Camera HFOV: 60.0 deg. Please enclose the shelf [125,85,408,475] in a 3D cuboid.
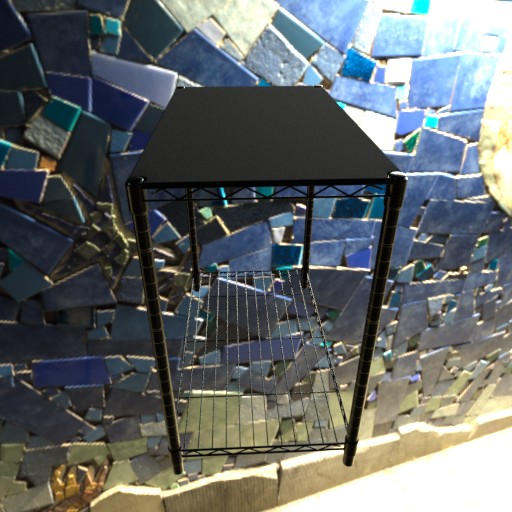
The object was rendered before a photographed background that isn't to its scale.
[{"bbox_3d":[0.000,0.000,0.913,0.338,0.564,0.589,-2,31,-3],"label":"shelf"}]
